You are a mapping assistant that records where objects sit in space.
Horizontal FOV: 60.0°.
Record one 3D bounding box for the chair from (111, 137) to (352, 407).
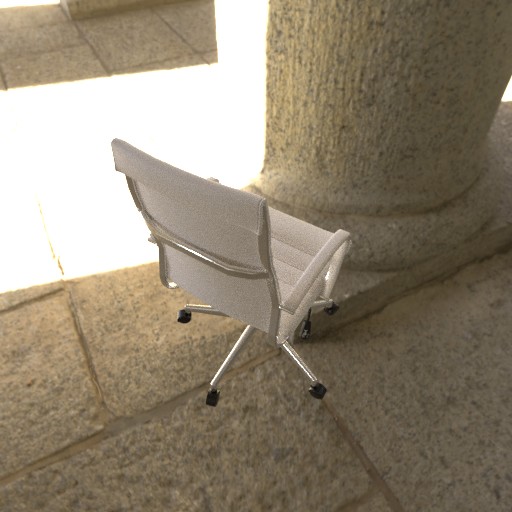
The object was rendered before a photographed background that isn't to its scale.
[{"bbox_3d":[0.000,0.000,1.598,0.766,1.149,0.739,25,52,22],"label":"chair"}]
